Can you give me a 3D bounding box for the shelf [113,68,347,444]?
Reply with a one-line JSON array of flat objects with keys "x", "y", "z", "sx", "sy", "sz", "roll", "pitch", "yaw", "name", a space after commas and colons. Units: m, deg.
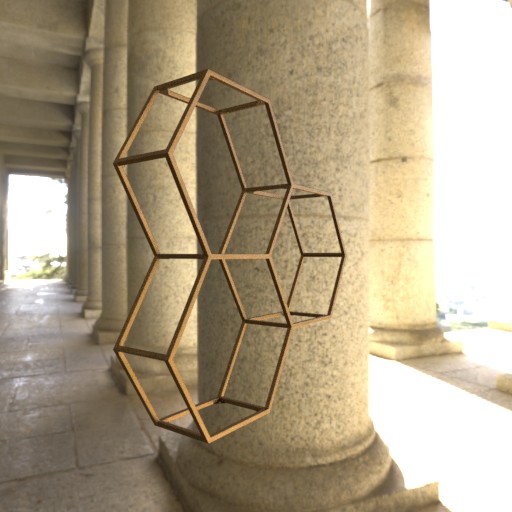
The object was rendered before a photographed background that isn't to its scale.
[{"x": 0.000, "y": 0.000, "z": 1.075, "sx": 0.150, "sy": 0.701, "sz": 0.708, "roll": 0, "pitch": 0, "yaw": 36, "name": "shelf"}]
